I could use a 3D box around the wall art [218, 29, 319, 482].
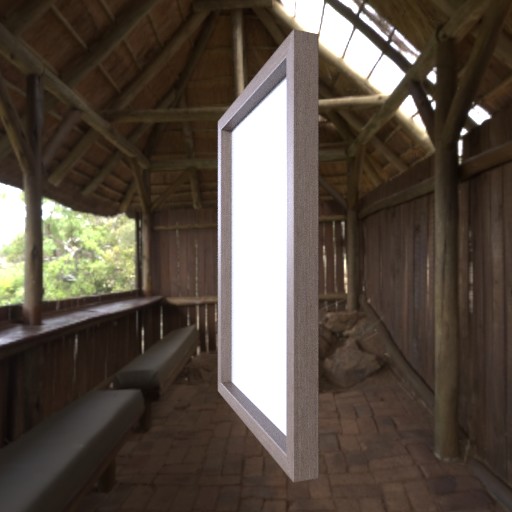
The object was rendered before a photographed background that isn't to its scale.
[{"bbox_3d":[0.000,0.000,0.673,0.032,0.510,0.358,0,0,-19],"label":"wall art"}]
